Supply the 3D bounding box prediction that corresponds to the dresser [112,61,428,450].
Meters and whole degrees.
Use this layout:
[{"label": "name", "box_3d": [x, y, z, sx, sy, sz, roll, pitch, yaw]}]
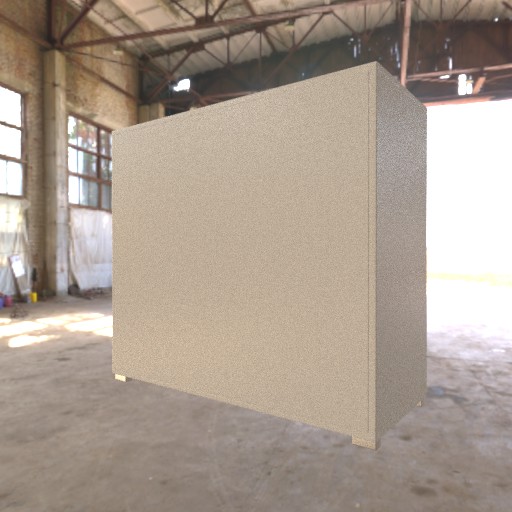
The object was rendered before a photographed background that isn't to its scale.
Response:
[{"label": "dresser", "box_3d": [0.000, 0.000, 1.640, 1.100, 1.000, 0.460, 0, 1, 36]}]
